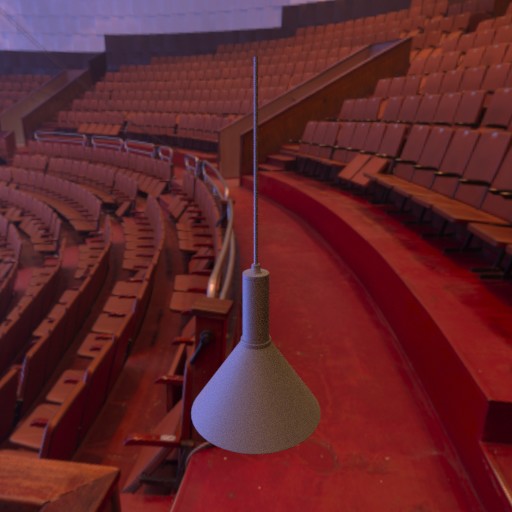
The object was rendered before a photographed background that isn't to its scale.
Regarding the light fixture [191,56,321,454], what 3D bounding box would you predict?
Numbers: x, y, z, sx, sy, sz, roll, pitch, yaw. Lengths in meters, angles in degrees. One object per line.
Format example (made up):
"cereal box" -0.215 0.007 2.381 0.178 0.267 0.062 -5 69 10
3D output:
"light fixture" 0.000 0.000 0.826 0.267 0.683 0.267 2 17 7
